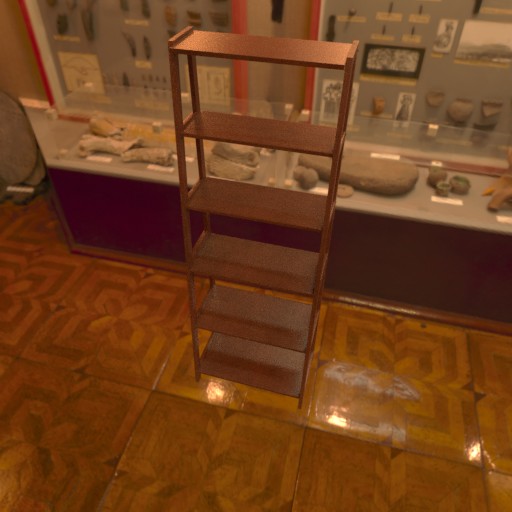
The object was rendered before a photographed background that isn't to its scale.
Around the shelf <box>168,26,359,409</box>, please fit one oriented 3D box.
[{"bbox_3d":[0.000,0.000,2.139,0.660,1.892,0.382,11,43,12],"label":"shelf"}]
